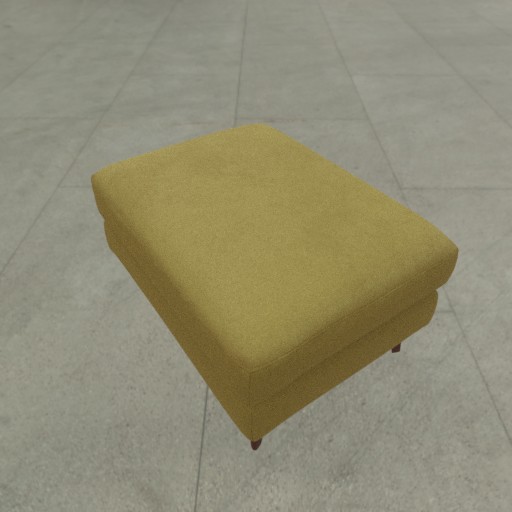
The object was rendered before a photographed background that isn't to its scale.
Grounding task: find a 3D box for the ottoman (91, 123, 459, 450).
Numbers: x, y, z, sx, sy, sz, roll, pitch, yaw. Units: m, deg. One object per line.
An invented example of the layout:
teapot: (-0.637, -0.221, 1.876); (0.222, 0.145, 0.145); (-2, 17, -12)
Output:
ottoman: (0.000, 0.000, 1.205); (0.608, 0.449, 0.811); (-25, 47, -26)
